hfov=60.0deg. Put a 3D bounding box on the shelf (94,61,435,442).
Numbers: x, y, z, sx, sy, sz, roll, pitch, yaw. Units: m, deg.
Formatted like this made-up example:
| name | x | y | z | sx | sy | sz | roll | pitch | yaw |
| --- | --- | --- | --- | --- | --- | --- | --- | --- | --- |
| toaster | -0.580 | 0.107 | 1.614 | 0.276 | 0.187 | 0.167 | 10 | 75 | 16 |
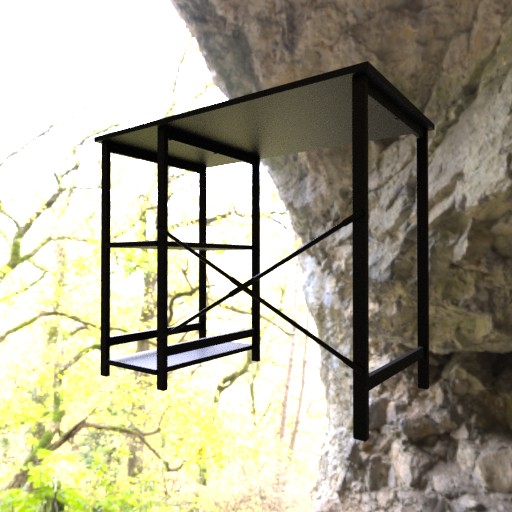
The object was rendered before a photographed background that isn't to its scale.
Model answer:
| name | x | y | z | sx | sy | sz | roll | pitch | yaw |
| --- | --- | --- | --- | --- | --- | --- | --- | --- | --- |
| shelf | 0.000 | 0.000 | 1.325 | 0.902 | 0.749 | 0.498 | -1 | -1 | 36 |
